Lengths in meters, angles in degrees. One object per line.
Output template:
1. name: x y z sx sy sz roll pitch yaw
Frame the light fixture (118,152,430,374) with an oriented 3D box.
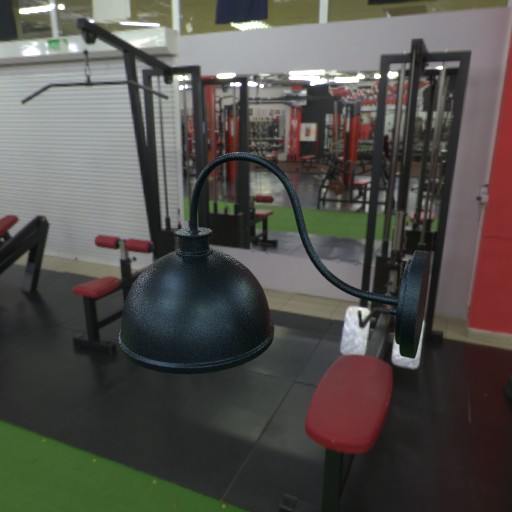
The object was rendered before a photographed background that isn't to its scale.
1. light fixture: 0.000 0.000 0.647 0.467 0.295 0.253 8 18 25
